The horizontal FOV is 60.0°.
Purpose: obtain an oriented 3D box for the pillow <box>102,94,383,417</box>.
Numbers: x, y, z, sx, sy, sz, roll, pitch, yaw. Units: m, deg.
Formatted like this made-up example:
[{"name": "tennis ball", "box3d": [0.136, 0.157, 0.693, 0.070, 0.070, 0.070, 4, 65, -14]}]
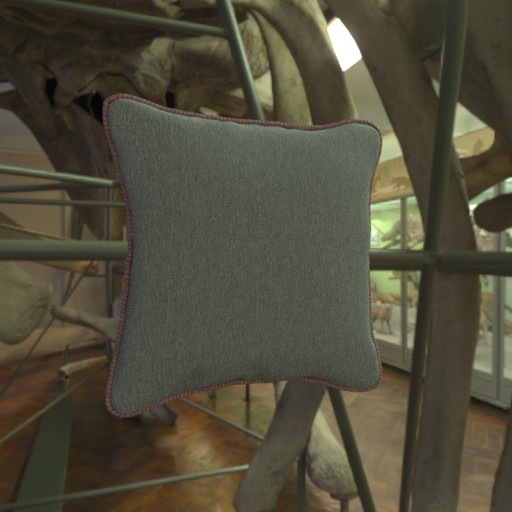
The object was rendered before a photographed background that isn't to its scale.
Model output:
[{"name": "pillow", "box3d": [0.000, 0.000, 0.738, 0.482, 0.491, 0.124, 0, 1, -18]}]
